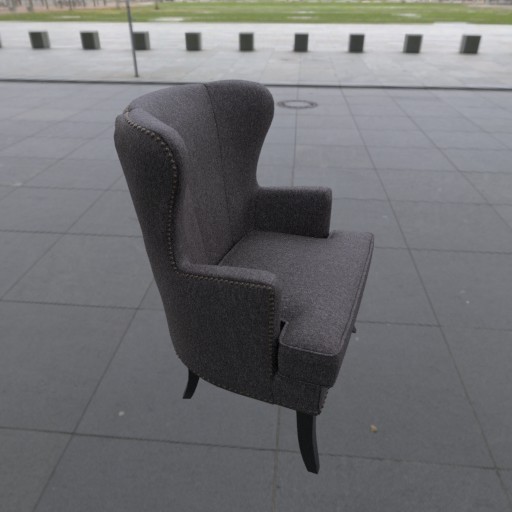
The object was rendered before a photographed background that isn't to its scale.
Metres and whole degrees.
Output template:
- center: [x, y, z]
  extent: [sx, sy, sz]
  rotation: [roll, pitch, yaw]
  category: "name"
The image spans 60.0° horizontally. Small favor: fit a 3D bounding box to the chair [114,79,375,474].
- center: [0.000, 0.000, 1.559]
  extent: [0.758, 1.060, 0.759]
  rotation: [11, 32, 17]
  category: "chair"
